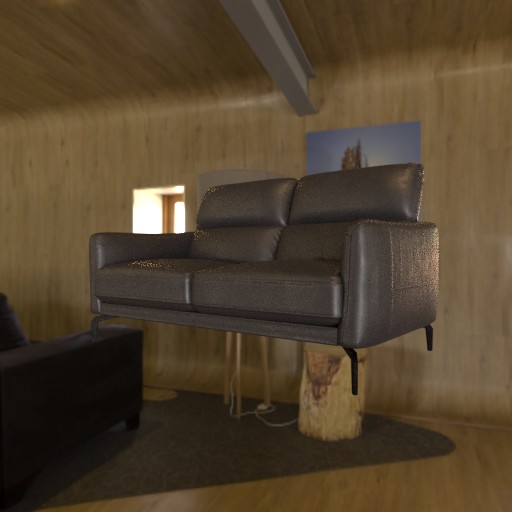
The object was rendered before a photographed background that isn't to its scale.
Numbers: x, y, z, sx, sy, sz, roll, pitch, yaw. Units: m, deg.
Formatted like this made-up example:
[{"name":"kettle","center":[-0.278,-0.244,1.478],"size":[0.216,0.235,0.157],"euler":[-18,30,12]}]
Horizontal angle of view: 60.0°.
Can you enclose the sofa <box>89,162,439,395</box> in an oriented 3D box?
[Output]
[{"name":"sofa","center":[0.000,0.000,2.226],"size":[1.596,0.920,0.958],"euler":[0,0,36]}]
